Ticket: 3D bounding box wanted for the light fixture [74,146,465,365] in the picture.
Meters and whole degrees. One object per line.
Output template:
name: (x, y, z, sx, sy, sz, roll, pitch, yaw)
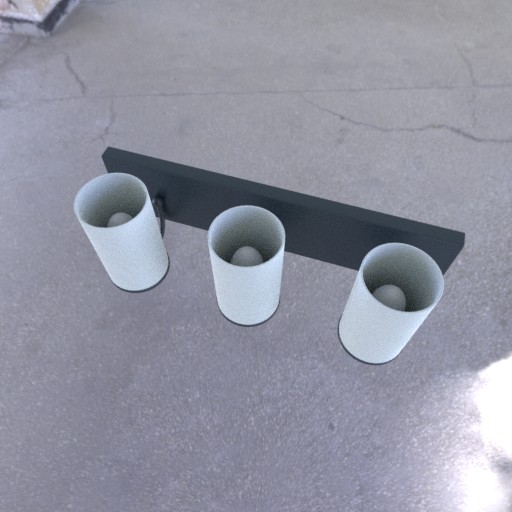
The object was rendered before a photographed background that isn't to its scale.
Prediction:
light fixture: (0.000, 0.000, 0.542, 0.451, 0.172, 0.145, 15, 58, 10)
